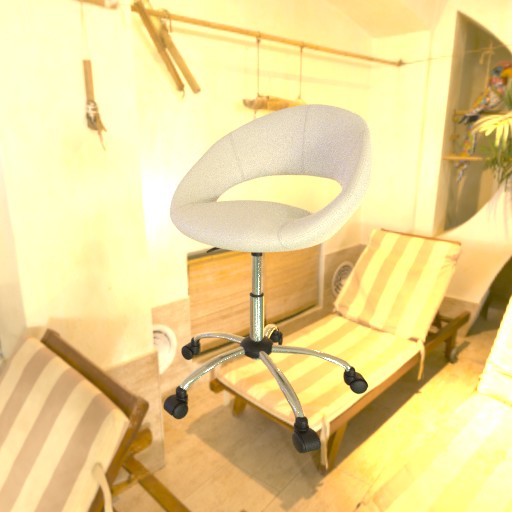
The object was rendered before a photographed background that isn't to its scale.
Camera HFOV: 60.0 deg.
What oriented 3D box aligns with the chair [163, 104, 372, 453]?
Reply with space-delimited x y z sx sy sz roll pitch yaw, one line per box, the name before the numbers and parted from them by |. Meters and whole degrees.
chair | 0.000 0.000 1.191 0.612 0.791 0.538 15 21 42
